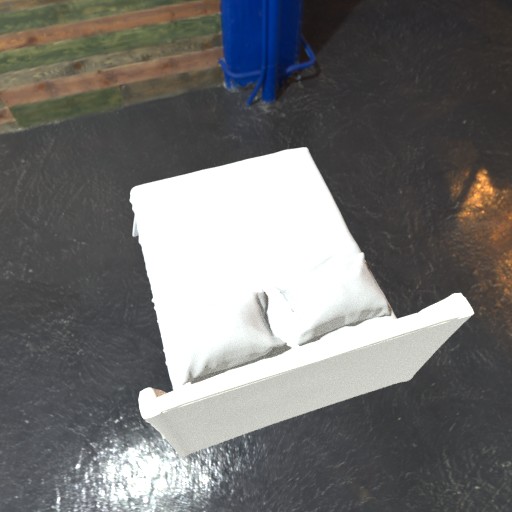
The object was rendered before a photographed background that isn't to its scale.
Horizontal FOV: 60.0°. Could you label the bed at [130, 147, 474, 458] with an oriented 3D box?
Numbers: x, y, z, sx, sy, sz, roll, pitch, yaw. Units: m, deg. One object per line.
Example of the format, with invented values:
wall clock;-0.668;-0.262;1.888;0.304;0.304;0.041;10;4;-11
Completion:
bed;0.000;0.000;3.469;1.925;1.332;2.276;-15;59;-9
